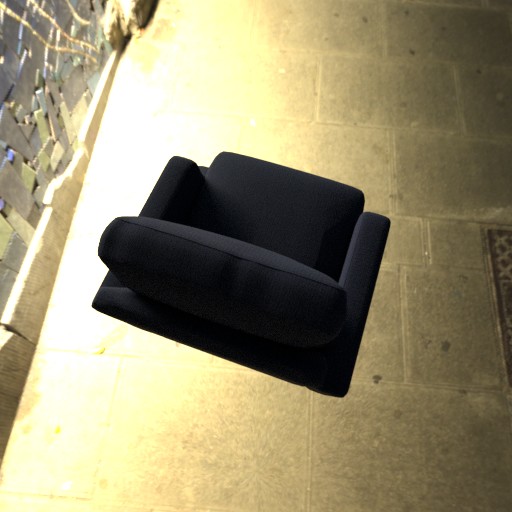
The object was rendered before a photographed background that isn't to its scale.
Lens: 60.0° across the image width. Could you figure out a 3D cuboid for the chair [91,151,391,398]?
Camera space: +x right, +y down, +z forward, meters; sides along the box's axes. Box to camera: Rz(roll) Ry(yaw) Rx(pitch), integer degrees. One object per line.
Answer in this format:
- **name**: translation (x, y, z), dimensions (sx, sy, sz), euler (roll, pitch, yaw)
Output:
- **chair**: translation (0.000, 0.000, 1.639), dimensions (0.855, 0.991, 0.897), euler (18, 65, 8)
